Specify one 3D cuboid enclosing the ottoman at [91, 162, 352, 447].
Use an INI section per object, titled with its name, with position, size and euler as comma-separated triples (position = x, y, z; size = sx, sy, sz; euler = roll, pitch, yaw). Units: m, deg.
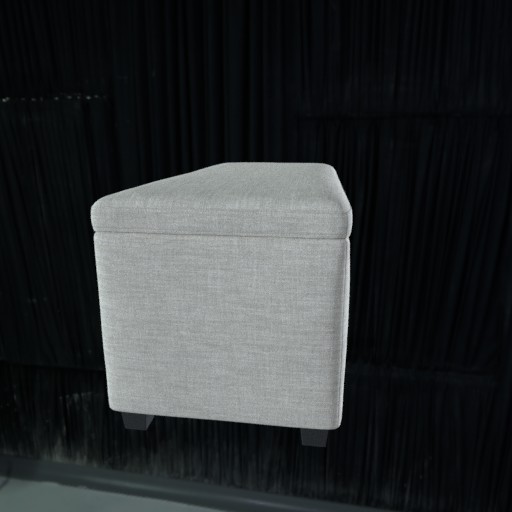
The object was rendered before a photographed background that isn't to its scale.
[ottoman]
position = 0.000, 0.000, 1.119
size = 0.419, 0.432, 0.902
euler = 2, 15, 8
